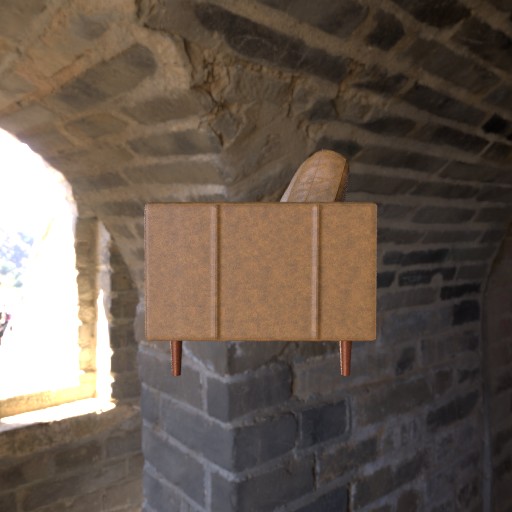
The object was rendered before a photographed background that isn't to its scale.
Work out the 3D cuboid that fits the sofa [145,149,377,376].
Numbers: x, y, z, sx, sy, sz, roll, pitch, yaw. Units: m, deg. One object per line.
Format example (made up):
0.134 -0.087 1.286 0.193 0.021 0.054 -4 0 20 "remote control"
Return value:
0.000 0.000 2.769 0.903 0.930 2.231 0 1 0 "sofa"
